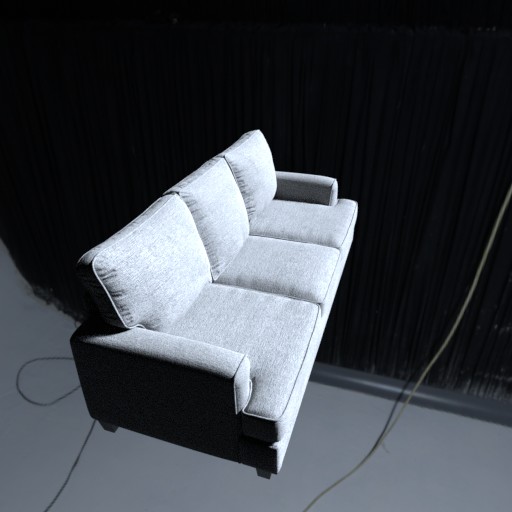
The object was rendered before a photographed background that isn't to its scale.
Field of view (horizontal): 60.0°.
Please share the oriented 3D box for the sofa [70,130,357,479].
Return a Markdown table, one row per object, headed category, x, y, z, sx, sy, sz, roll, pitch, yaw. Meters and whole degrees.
| category | x | y | z | sx | sy | sz | roll | pitch | yaw |
| --- | --- | --- | --- | --- | --- | --- | --- | --- | --- |
| sofa | 0.000 | 0.000 | 2.611 | 0.951 | 0.965 | 2.158 | 10 | 32 | 16 |
